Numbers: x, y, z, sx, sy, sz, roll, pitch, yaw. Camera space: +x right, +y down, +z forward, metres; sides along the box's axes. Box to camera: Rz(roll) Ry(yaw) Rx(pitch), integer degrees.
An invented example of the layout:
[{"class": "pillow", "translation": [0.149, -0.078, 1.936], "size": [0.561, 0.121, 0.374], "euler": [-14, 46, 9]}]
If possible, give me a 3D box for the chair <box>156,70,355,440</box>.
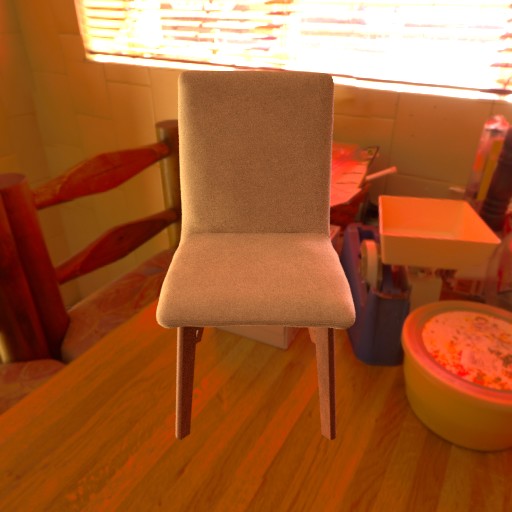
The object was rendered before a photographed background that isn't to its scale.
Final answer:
[{"class": "chair", "translation": [0.000, 0.000, 1.330], "size": [0.522, 0.974, 0.563], "euler": [0, 30, 0]}]
